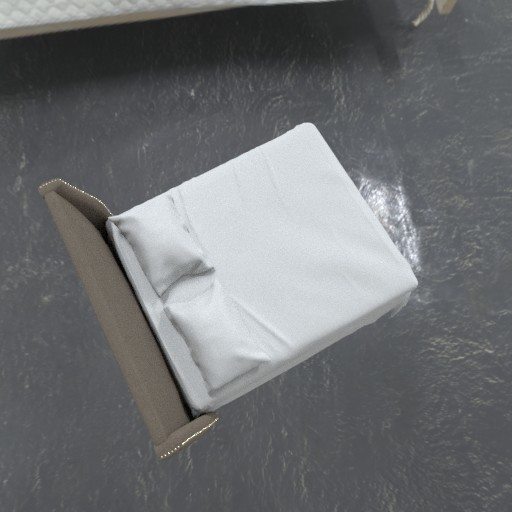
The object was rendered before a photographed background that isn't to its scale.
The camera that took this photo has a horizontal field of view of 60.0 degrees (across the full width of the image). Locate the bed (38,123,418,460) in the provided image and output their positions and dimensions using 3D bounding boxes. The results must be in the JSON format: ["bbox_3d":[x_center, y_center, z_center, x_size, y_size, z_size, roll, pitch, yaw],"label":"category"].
[{"bbox_3d":[0.000,0.000,3.453,2.276,1.332,1.925,-28,76,-8],"label":"bed"}]
